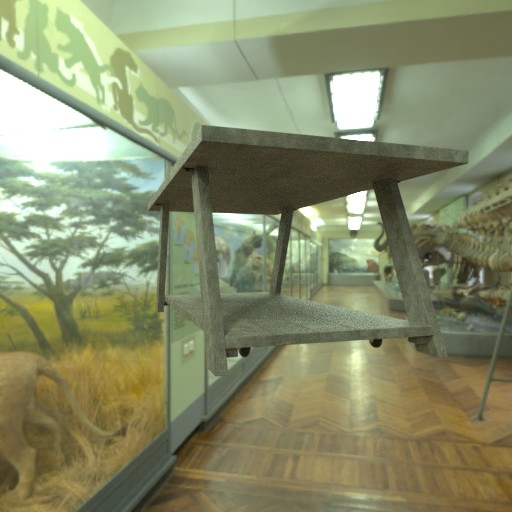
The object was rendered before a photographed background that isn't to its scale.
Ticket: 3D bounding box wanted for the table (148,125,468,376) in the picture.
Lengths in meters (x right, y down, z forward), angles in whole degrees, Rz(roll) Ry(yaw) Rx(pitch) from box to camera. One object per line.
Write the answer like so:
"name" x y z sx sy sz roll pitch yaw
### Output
"table" 0.000 0.000 1.482 0.610 0.470 1.219 0 0 -18
